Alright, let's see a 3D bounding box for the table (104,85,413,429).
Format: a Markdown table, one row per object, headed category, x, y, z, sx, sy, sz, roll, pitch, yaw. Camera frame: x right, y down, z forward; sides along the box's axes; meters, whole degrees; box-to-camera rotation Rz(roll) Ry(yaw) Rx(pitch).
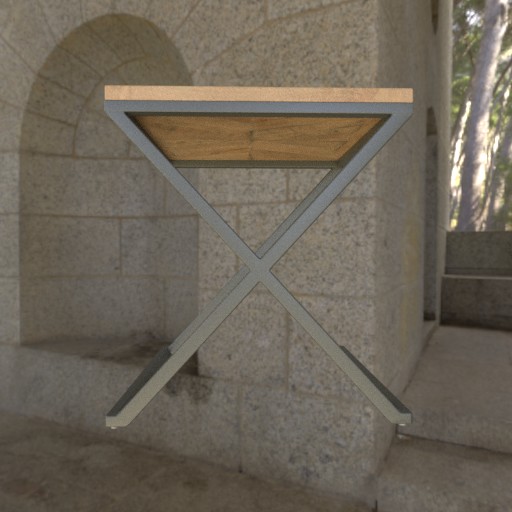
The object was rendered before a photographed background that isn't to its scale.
| category | x | y | z | sx | sy | sz | roll | pitch | yaw |
| --- | --- | --- | --- | --- | --- | --- | --- | --- | --- |
| table | 0.000 | 0.000 | 0.959 | 0.498 | 0.550 | 0.499 | 0 | 1 | -2 |
